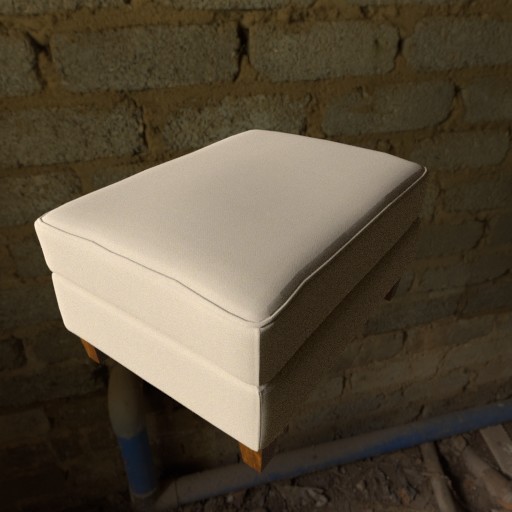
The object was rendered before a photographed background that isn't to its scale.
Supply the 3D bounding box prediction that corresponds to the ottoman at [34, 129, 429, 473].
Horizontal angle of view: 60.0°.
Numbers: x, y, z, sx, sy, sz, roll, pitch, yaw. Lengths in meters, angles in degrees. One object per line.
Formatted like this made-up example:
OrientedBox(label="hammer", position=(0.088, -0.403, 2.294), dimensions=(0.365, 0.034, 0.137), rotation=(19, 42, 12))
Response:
OrientedBox(label="ottoman", position=(0.000, 0.000, 1.168), dimensions=(0.634, 0.485, 0.818), rotation=(21, 38, 30))
